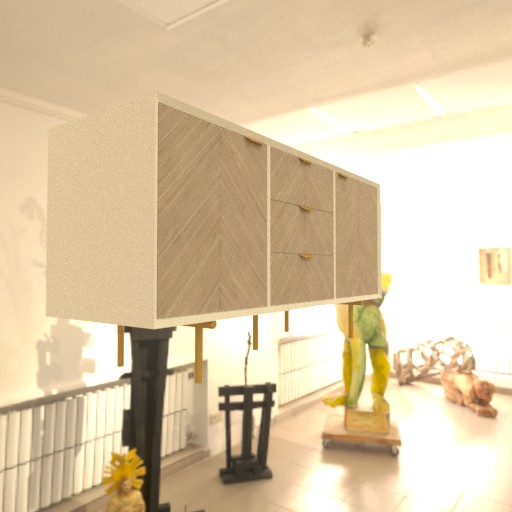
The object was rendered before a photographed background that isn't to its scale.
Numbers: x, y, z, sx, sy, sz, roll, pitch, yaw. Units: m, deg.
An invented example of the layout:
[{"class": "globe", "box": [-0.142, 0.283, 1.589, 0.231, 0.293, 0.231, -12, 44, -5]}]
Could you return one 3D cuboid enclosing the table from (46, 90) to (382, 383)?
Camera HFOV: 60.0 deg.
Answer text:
[{"class": "table", "box": [0.000, 0.000, 1.828, 0.508, 0.769, 1.500, -1, -2, 37]}]
